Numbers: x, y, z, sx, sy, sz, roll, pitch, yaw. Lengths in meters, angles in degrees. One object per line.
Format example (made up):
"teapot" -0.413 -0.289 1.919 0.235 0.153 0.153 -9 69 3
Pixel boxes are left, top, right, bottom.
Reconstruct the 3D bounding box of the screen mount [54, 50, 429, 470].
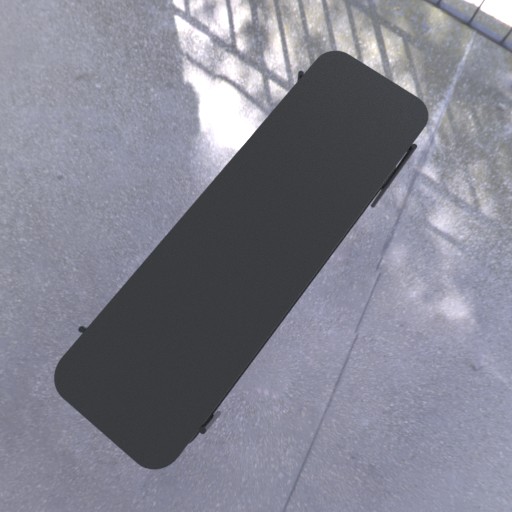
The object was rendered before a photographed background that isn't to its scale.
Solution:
"screen mount" 0.000 0.000 1.366 0.400 0.447 1.200 36 78 9
